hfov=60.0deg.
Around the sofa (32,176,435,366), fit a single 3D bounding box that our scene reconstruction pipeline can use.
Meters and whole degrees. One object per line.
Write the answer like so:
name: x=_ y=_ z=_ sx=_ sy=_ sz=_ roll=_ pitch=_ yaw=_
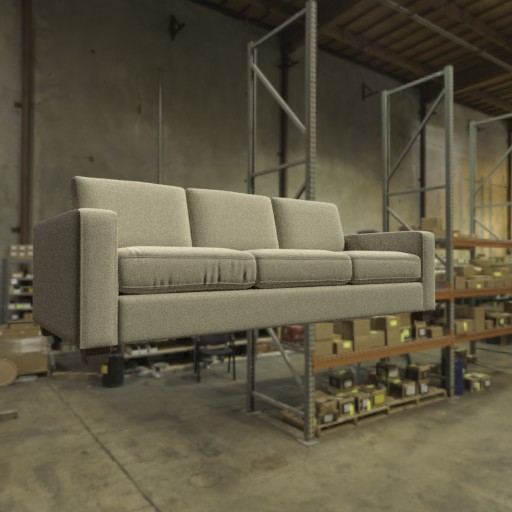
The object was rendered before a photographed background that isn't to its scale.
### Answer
sofa: x=0.000 y=0.000 z=2.513 sx=2.160 sy=0.800 sz=0.900 roll=1 pitch=-1 yaw=-36
